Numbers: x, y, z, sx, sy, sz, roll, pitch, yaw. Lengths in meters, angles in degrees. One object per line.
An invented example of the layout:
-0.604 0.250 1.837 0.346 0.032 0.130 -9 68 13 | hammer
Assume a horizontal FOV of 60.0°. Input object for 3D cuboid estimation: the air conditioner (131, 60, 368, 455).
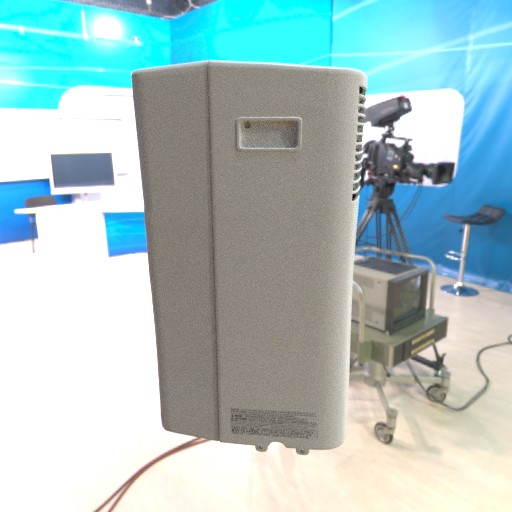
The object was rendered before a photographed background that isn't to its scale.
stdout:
0.000 0.000 0.789 0.349 0.606 0.304 2 16 9 | air conditioner
